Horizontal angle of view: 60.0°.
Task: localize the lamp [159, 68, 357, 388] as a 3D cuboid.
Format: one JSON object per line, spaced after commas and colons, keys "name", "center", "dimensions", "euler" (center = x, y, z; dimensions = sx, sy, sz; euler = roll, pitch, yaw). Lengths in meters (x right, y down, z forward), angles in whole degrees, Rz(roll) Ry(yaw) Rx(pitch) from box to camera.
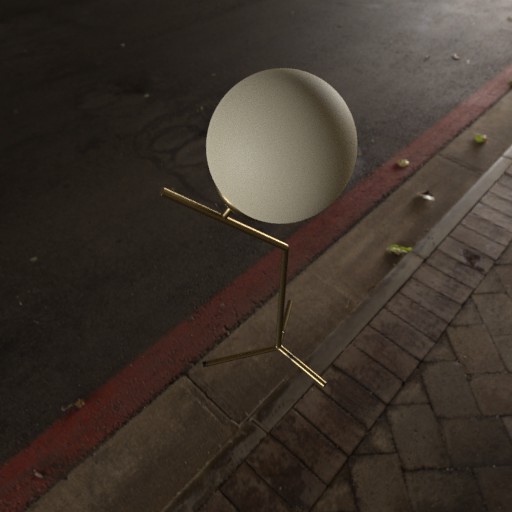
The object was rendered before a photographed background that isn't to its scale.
{"name": "lamp", "center": [0.000, 0.000, 0.679], "dimensions": [0.251, 0.552, 0.210], "euler": [-11, 47, -10]}
